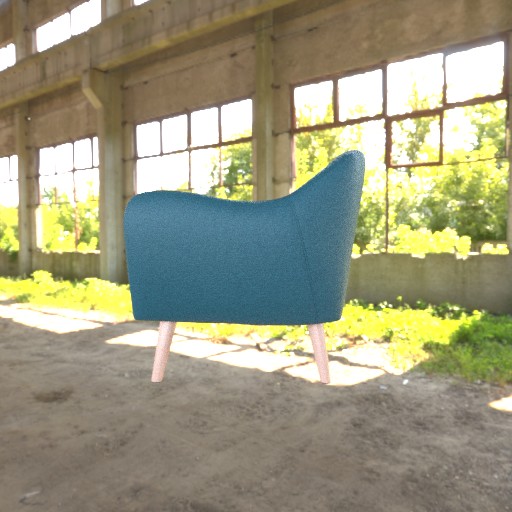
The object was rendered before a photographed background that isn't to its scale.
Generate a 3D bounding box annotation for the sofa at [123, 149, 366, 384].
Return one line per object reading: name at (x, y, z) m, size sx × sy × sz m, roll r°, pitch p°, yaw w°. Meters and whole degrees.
sofa at (0.000, 0.000, 2.293) m, size 0.820 × 0.836 × 1.840 m, roll 0°, pitch 2°, yaw 2°
